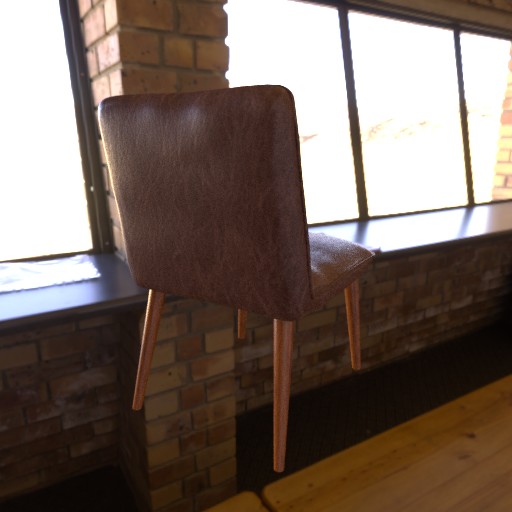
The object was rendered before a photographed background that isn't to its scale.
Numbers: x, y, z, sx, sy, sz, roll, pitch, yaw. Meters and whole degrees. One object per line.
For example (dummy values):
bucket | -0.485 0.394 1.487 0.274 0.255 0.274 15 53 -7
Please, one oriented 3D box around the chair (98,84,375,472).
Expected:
chair | 0.000 0.000 1.206 0.543 0.803 0.645 7 16 26
